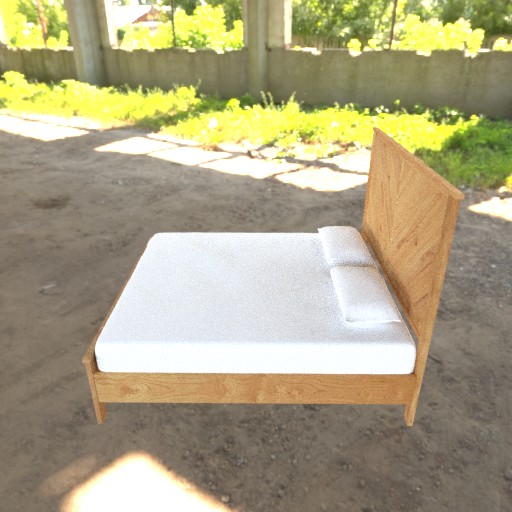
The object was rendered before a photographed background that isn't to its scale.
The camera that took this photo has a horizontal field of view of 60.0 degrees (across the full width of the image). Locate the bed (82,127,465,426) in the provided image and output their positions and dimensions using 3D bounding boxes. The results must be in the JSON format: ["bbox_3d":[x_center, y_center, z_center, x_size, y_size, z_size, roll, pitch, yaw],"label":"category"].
[{"bbox_3d":[0.000,0.000,4.100,2.530,1.938,2.225,0,26,1],"label":"bed"}]
